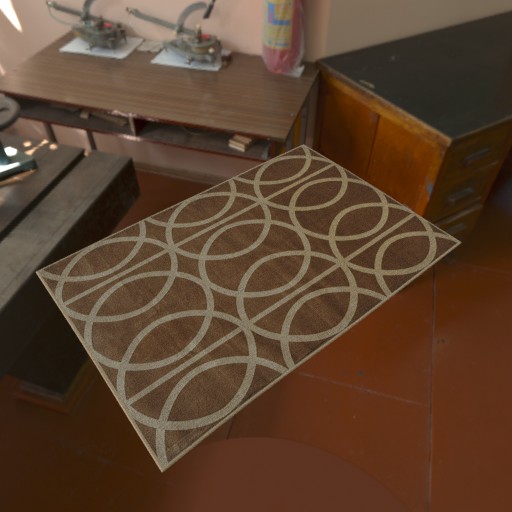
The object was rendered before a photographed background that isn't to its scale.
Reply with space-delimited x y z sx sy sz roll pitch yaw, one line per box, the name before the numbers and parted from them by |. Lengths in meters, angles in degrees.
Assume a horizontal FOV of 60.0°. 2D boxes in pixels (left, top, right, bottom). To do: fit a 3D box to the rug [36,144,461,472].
rug | 0.000 0.000 2.841 2.290 0.014 1.526 -30 53 -26
